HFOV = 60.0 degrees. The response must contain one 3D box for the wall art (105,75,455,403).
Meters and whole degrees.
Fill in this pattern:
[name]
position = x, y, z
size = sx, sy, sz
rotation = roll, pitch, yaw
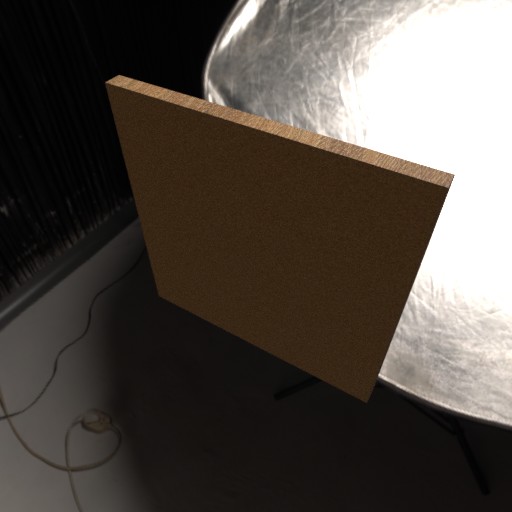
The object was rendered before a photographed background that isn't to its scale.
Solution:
[wall art]
position = 0.000, 0.000, 0.910
size = 0.611, 0.608, 0.042
rotation = 23, 50, 21
